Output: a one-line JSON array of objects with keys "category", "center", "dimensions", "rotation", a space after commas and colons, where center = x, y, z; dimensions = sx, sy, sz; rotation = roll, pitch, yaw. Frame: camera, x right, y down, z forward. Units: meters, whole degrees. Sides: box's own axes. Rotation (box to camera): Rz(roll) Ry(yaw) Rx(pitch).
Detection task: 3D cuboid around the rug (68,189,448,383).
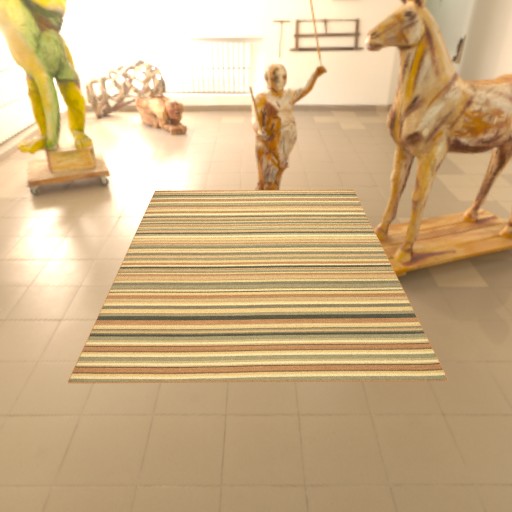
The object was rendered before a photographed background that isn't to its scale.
[{"category": "rug", "center": [0.000, 0.000, 4.118], "dimensions": [2.436, 0.011, 3.045], "rotation": [0, 32, -1]}]
